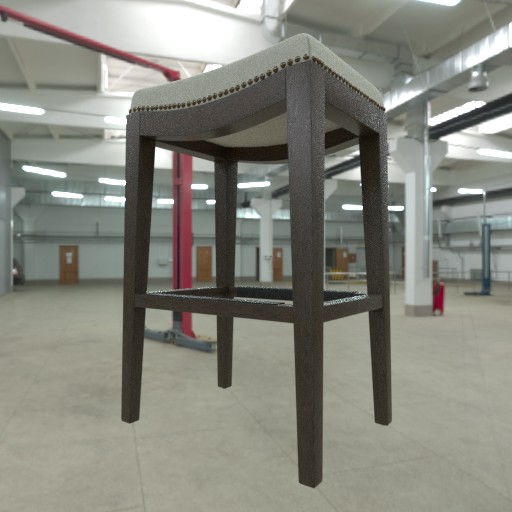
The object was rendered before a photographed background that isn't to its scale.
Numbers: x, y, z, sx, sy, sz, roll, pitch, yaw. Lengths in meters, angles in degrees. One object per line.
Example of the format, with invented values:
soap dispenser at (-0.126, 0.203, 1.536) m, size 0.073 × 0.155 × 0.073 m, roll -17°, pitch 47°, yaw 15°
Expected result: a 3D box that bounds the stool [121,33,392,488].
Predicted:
stool at (0.000, 0.000, 1.003) m, size 0.498 × 0.759 × 0.358 m, roll 0°, pitch 0°, yaw 36°
